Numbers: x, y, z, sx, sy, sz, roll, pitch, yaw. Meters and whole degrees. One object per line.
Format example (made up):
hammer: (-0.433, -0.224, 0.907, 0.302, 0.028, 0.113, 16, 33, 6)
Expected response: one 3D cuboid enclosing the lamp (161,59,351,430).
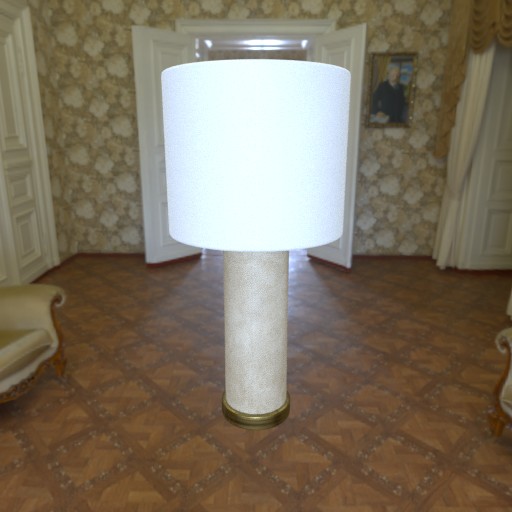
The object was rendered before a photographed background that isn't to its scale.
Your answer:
lamp: (0.000, 0.000, 0.806, 0.305, 0.634, 0.305, 14, 21, 43)
